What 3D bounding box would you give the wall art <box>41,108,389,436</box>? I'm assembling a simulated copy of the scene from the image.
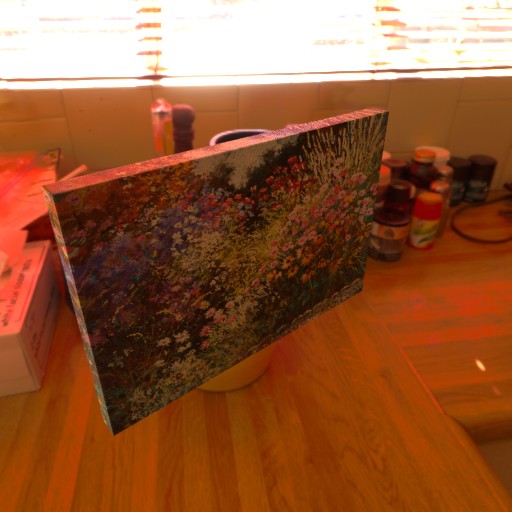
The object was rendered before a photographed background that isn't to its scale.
[{"bbox_3d":[0.000,0.000,0.768,0.610,0.406,0.037,-23,38,-33],"label":"wall art"}]
